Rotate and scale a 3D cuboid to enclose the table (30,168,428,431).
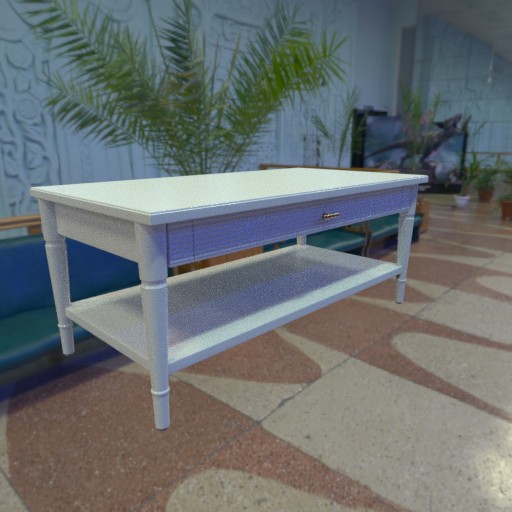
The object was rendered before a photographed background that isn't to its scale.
[{"bbox_3d":[0.000,0.000,1.356,0.559,0.457,1.067,14,21,43],"label":"table"}]
